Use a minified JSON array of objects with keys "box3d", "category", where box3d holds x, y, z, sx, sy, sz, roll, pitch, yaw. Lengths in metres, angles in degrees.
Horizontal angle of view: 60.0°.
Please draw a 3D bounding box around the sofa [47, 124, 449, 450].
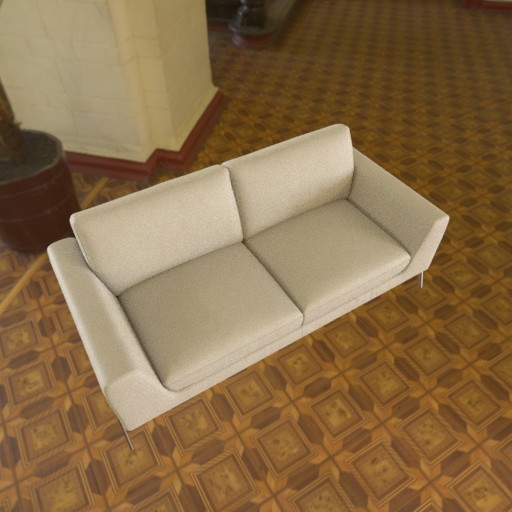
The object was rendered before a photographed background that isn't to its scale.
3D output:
[{"box3d":[0.000,0.000,2.517,2.017,0.875,0.953,-24,51,-21],"category":"sofa"}]
